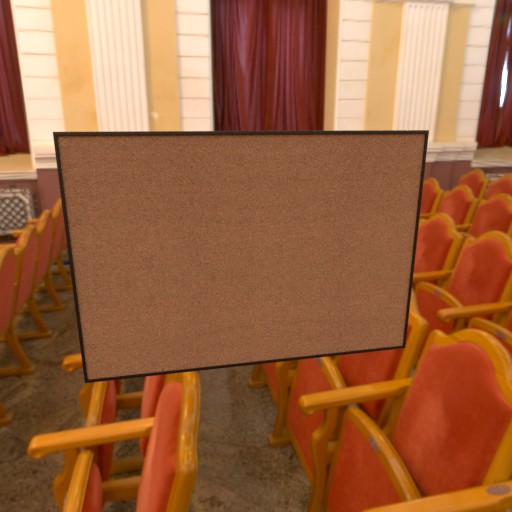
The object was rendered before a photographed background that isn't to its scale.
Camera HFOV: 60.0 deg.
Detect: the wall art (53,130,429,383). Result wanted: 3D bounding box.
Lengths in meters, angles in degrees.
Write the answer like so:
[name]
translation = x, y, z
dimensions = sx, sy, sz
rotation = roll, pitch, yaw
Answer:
[wall art]
translation = 0.000, 0.000, 1.216
dimensions = 0.957, 0.660, 0.019
rotation = -3, 17, -11
